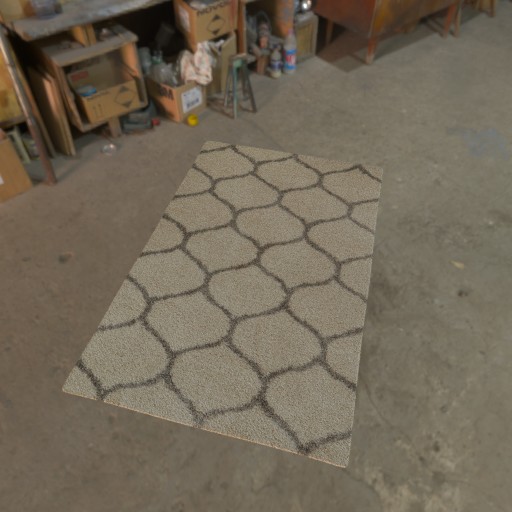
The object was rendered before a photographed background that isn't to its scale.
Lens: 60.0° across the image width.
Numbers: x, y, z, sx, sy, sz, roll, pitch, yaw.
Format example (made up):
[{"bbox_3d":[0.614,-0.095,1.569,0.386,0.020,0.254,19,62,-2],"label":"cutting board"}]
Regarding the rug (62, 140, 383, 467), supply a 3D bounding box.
[{"bbox_3d":[0.000,0.000,2.949,1.501,0.024,2.348,11,49,10],"label":"rug"}]
